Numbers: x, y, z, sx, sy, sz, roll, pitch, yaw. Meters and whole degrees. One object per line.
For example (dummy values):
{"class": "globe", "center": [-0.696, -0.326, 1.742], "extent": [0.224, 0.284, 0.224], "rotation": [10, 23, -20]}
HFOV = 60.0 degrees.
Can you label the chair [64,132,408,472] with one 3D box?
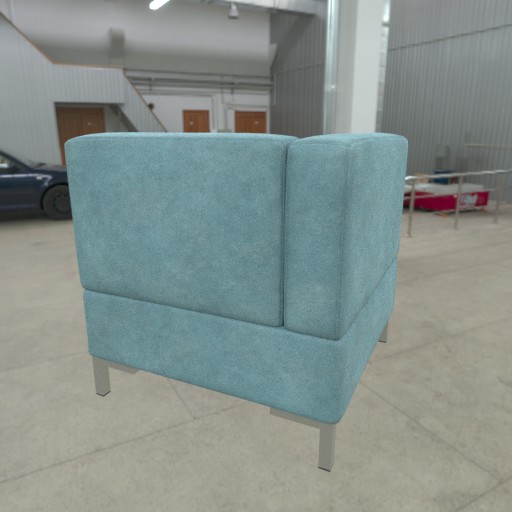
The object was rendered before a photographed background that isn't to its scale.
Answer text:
{"class": "chair", "center": [0.000, 0.000, 1.224], "extent": [0.684, 0.660, 0.691], "rotation": [8, 18, 25]}
